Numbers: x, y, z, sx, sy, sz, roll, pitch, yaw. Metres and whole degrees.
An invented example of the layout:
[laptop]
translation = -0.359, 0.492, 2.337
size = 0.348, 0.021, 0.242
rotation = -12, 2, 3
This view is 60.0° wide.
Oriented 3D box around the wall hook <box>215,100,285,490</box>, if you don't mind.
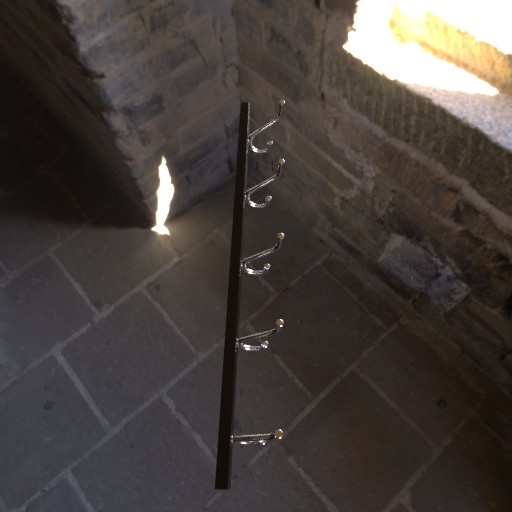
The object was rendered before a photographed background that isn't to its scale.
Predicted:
[wall hook]
translation = 0.000, 0.000, 0.611
size = 0.071, 0.117, 0.571
rotation = 2, 63, 1
